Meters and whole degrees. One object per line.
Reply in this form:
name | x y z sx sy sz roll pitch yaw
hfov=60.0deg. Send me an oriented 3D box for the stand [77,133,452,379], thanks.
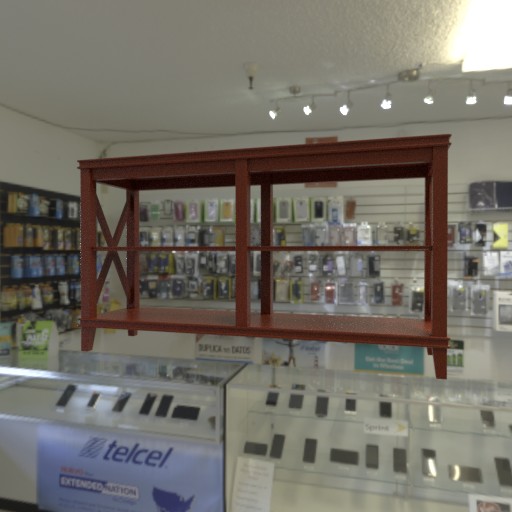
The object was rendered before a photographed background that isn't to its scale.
stand | 0.000 0.000 1.746 1.372 0.762 0.381 0 1 17
